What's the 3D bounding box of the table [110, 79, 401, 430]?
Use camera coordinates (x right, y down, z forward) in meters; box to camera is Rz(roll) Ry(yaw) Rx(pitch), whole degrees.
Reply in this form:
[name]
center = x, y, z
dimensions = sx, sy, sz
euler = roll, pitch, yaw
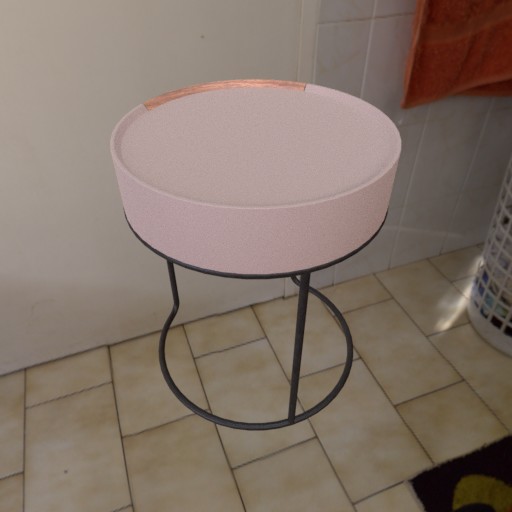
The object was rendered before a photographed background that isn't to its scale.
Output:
[table]
center = 0.000, 0.000, 0.872
dimensions = 0.450, 0.530, 0.450
euler = 0, 41, 0
